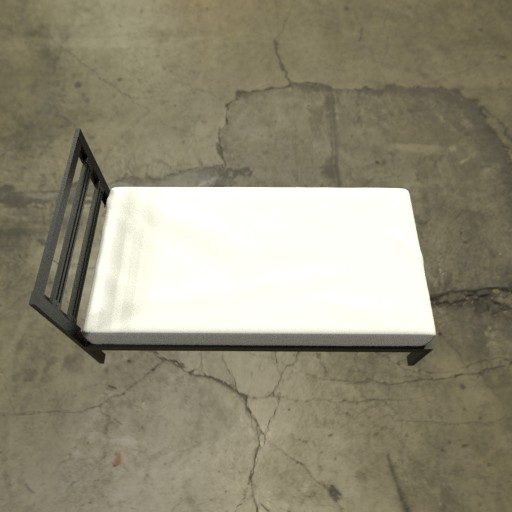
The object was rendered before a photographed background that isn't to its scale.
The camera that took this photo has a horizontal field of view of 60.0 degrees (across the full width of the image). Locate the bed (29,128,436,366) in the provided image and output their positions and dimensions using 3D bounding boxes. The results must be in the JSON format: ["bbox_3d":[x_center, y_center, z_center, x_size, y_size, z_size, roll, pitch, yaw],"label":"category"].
[{"bbox_3d":[0.000,0.000,2.520,1.930,0.967,0.991,0,62,0],"label":"bed"}]
